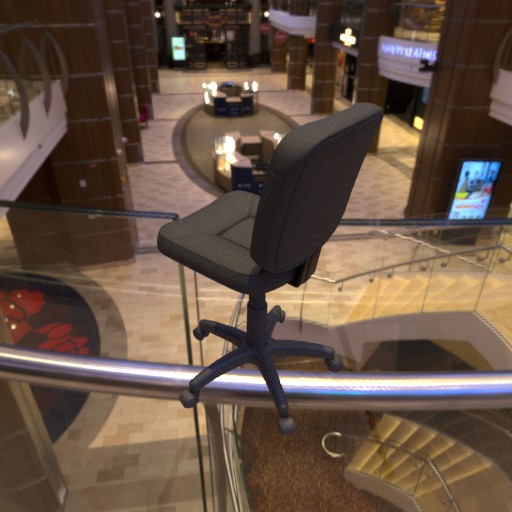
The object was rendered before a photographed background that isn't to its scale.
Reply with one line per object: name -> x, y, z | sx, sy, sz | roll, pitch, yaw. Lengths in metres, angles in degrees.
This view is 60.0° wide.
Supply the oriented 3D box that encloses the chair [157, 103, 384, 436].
chair -> 0.000, 0.000, 1.405 | 0.610, 0.972, 0.610 | 21, 37, 30
